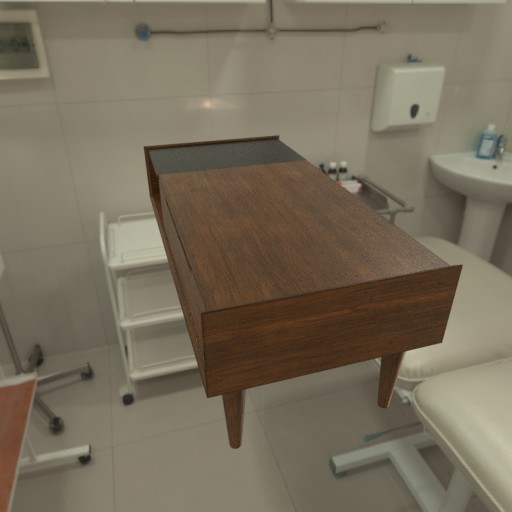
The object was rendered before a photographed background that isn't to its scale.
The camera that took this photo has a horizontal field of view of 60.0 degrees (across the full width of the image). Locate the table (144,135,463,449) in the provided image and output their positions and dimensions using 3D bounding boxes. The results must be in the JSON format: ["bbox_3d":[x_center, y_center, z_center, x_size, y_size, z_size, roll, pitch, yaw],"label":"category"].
[{"bbox_3d":[0.000,0.000,1.568,0.610,0.508,1.221,-9,31,-15],"label":"table"}]
